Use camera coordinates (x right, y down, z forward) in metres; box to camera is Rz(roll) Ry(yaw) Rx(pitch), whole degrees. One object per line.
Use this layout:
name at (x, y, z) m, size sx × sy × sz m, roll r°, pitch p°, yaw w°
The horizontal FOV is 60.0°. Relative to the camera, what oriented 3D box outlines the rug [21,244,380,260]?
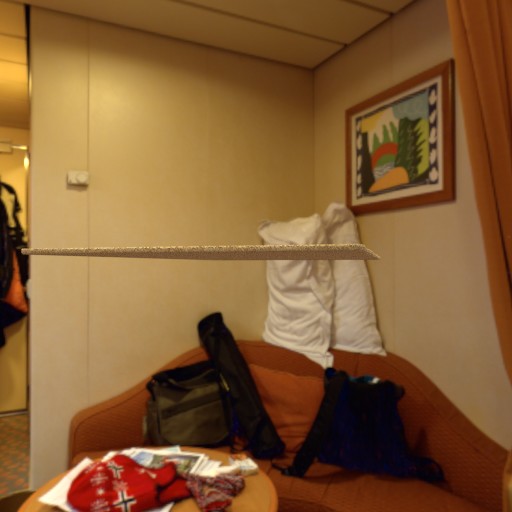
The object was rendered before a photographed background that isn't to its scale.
rug at (0.000, 0.000, 2.877) m, size 1.500 × 0.025 × 2.349 m, roll 0°, pitch -1°, yaw 17°
